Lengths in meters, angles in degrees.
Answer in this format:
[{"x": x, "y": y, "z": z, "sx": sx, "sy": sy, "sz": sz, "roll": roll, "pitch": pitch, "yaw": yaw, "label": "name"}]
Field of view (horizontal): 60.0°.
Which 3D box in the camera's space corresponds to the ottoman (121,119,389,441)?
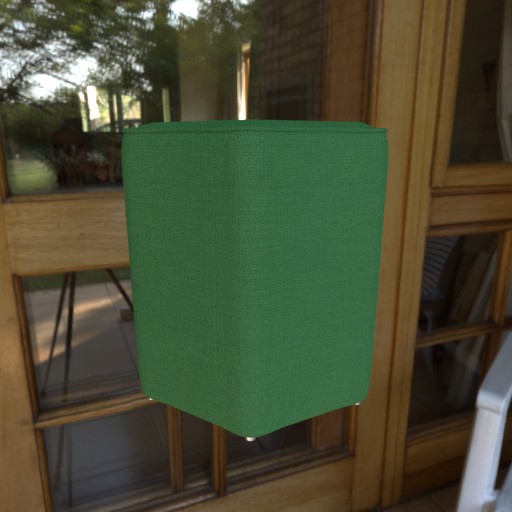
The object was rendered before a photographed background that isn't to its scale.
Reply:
[{"x": 0.000, "y": 0.000, "z": 0.889, "sx": 0.499, "sy": 0.507, "sz": 0.444, "roll": -7, "pitch": 16, "yaw": -27, "label": "ottoman"}]
